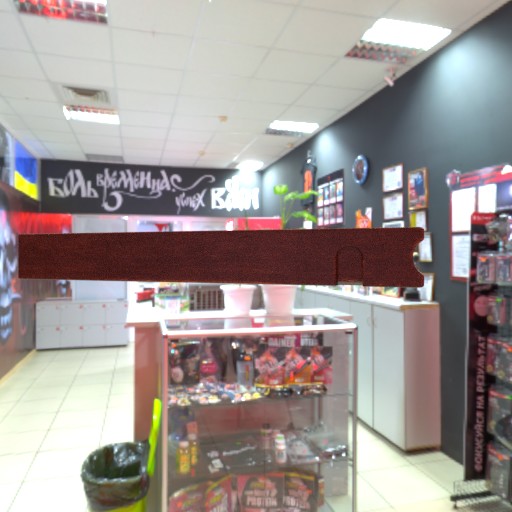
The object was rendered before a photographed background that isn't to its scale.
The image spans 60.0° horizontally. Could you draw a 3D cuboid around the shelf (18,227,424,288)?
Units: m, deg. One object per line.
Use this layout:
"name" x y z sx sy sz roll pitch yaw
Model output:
"shelf" 0.000 0.000 0.439 0.296 0.035 0.296 0 0 18
